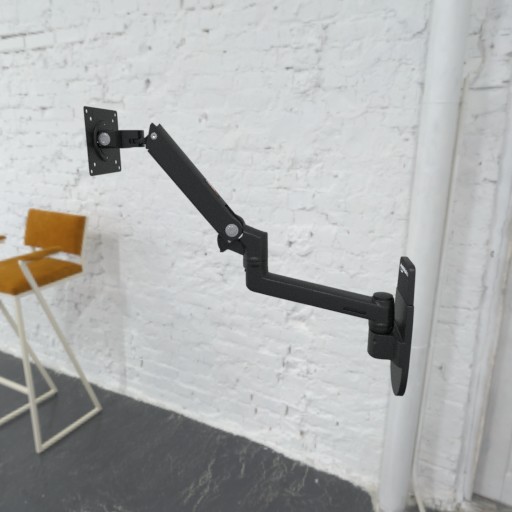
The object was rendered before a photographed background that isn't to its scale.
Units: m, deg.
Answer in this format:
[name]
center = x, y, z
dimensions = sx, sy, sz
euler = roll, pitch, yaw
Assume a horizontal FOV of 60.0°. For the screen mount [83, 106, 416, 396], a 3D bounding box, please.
[screen mount]
center = 0.000, 0.000, 0.731
dimensions = 0.495, 0.466, 0.115
euler = 2, 15, 7
